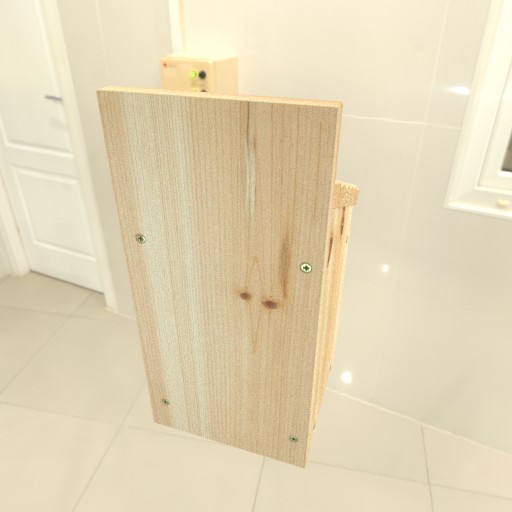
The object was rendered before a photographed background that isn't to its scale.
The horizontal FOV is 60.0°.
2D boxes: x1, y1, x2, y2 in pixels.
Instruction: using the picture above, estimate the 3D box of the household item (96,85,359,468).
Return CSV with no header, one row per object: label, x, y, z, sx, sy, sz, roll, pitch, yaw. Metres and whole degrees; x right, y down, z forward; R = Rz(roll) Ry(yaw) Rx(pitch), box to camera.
household item,0.000,0.000,0.391,0.149,0.300,0.171,10,32,16
